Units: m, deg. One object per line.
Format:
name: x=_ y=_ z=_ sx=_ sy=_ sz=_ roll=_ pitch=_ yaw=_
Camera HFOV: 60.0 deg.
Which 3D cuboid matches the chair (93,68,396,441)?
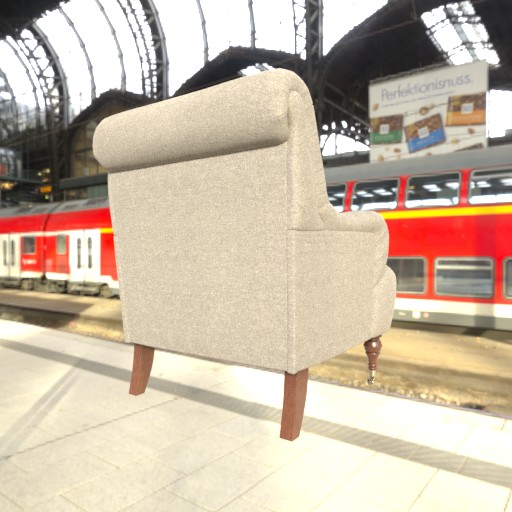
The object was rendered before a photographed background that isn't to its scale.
chair: x=0.000 y=0.000 z=1.557 sx=0.766 sy=0.942 sz=0.843 roll=0 pitch=1 yaw=36
